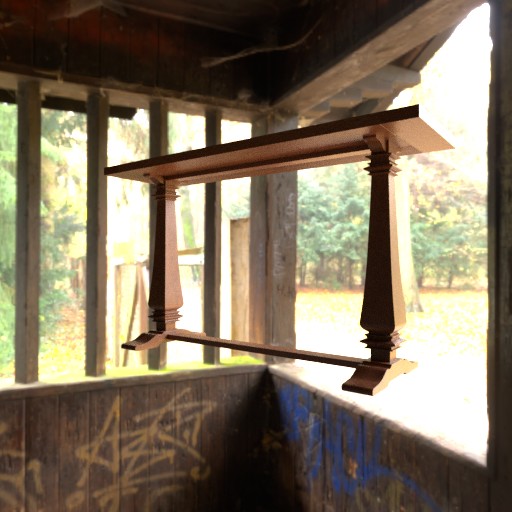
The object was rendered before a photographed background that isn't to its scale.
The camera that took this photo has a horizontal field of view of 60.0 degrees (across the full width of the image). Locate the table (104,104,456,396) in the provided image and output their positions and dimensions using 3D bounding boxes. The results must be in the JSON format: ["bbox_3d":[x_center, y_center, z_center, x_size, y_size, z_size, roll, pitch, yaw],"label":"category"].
[{"bbox_3d":[0.000,0.000,1.868,1.478,0.852,0.461,0,0,36],"label":"table"}]
